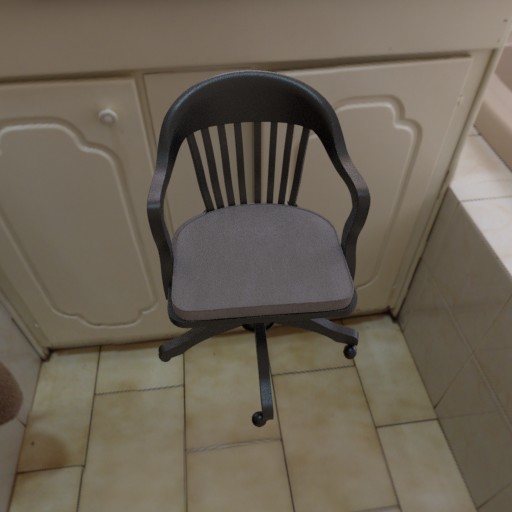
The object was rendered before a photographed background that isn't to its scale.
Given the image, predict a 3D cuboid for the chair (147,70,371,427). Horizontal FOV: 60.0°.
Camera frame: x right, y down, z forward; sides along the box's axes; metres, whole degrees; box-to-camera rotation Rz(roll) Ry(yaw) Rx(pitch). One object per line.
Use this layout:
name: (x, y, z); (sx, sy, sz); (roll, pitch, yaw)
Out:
chair: (0.000, 0.000, 1.447); (0.750, 0.878, 0.788); (-4, 47, -4)
